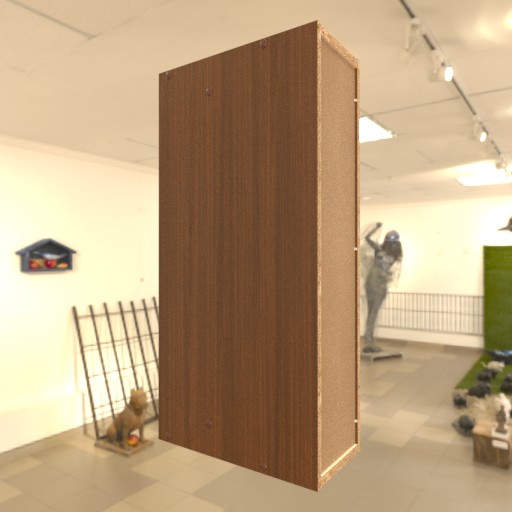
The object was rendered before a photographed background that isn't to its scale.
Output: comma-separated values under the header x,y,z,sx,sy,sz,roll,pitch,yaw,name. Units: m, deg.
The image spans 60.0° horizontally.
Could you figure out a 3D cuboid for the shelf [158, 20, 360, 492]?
x,y,z,sx,sy,sz,roll,pitch,yaw,name
0.000,0.000,0.705,0.290,0.600,0.147,0,0,35,shelf
